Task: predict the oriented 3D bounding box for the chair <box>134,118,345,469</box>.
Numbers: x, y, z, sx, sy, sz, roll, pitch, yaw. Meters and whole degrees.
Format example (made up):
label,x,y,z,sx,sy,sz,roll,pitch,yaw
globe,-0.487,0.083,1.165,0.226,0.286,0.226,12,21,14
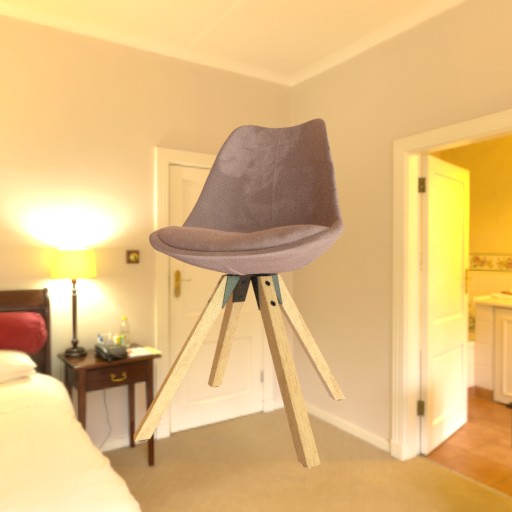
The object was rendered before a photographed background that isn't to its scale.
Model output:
label,x,y,z,sx,sy,sz,roll,pitch,yaw
chair,0.000,0.000,1.192,0.485,0.850,0.550,0,1,18
